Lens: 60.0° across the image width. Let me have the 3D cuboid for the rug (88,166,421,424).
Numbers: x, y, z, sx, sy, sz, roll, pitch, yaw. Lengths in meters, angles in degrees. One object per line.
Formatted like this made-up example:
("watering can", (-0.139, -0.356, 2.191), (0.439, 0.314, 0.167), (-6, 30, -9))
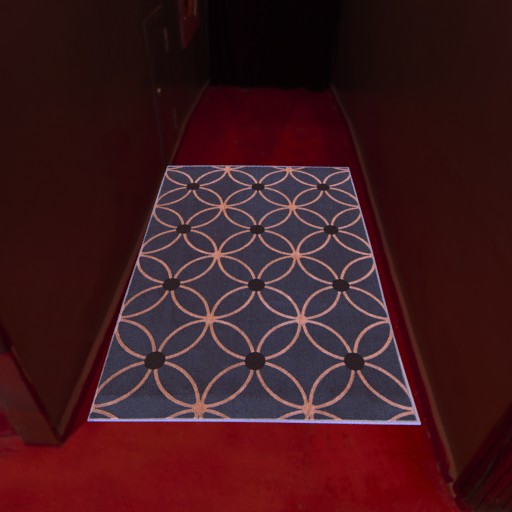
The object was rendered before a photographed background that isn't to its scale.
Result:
("rug", (0.000, 0.000, 2.862), (1.522, 0.008, 2.284), (0, 41, 0))
